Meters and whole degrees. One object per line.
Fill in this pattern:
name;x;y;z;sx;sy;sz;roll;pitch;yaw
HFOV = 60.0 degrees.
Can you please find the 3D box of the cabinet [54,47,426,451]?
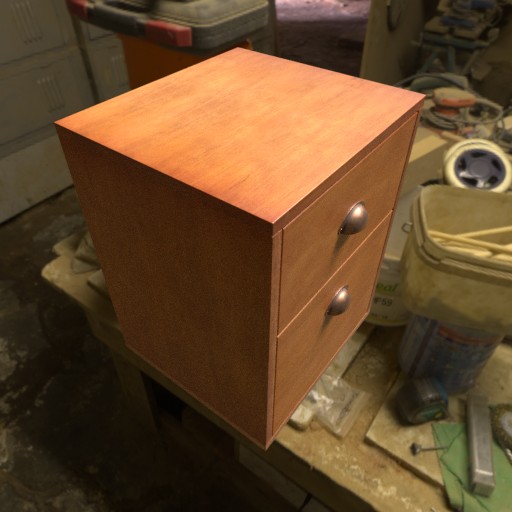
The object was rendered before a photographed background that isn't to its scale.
cabinet;0.000;0.000;0.845;0.401;0.579;0.409;27;49;27
